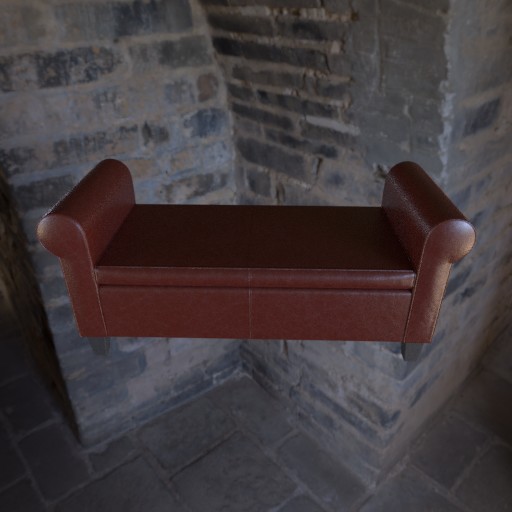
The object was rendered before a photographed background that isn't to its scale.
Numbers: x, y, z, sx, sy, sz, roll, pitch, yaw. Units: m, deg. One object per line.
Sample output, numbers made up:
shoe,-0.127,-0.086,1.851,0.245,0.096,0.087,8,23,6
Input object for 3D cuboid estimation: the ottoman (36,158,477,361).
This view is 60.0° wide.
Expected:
ottoman,0.000,0.000,1.582,1.256,0.547,0.521,1,30,1
